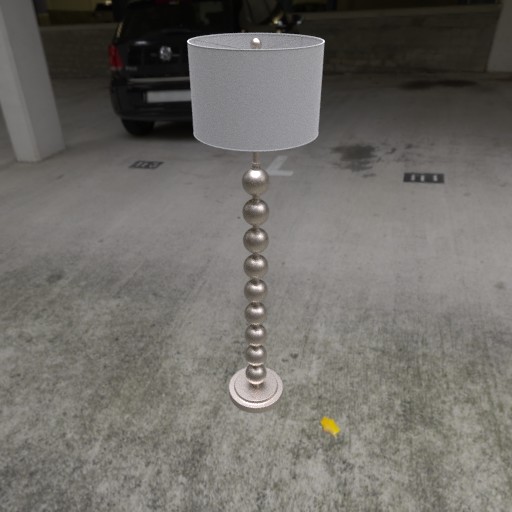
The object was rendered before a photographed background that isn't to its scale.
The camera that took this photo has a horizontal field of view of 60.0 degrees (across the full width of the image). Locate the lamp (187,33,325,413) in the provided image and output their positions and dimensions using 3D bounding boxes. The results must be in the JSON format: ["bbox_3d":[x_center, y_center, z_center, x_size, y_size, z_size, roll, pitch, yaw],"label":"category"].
[{"bbox_3d":[0.000,0.000,1.660,0.394,1.474,0.394,10,33,15],"label":"lamp"}]
